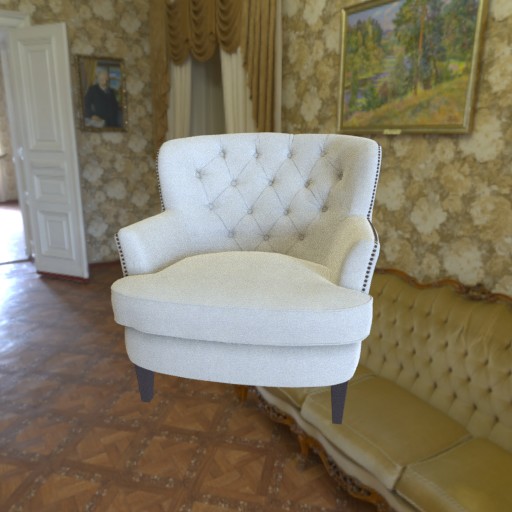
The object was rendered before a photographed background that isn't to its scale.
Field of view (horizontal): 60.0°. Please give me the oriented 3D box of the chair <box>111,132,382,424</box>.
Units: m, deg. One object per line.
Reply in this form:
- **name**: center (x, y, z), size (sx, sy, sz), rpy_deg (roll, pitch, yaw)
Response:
- **chair**: center (0.000, 0.000, 1.588), size (0.848, 0.868, 0.906), rpy_deg (3, 15, 10)
